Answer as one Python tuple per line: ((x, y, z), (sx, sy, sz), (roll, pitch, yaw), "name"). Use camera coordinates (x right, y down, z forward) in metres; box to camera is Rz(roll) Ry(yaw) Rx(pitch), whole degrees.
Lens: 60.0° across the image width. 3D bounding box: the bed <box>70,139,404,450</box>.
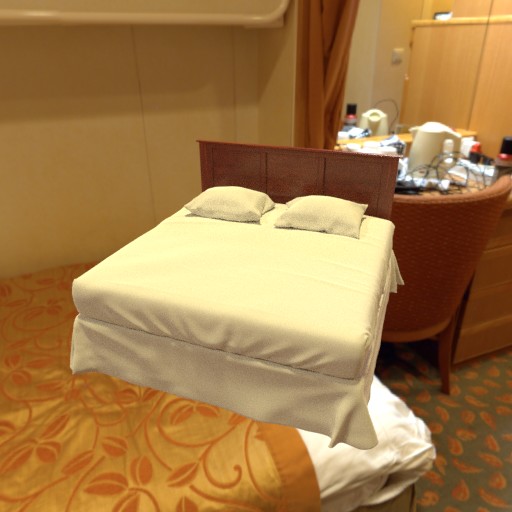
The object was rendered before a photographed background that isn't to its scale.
((0.000, 0.000, 3.539), (2.314, 1.271, 2.219), (9, 28, 18), "bed")
